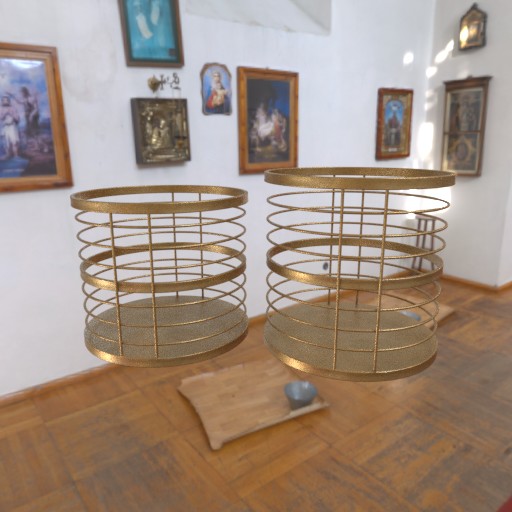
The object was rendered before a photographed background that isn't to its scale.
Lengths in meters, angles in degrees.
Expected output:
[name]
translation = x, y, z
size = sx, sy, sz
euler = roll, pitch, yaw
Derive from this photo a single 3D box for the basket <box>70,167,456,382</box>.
[basket]
translation = 0.000, 0.000, 0.924
size = 0.746, 0.351, 0.356
euler = 2, 14, 7
